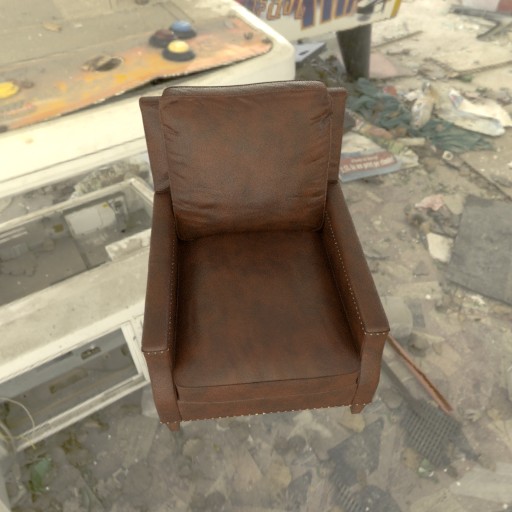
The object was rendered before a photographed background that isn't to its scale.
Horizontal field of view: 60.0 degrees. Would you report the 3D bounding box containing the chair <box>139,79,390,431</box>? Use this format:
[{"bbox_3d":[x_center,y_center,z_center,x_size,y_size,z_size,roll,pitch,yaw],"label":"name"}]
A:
[{"bbox_3d":[0.000,0.000,1.799,0.854,1.054,1.035,-4,47,-4],"label":"chair"}]
